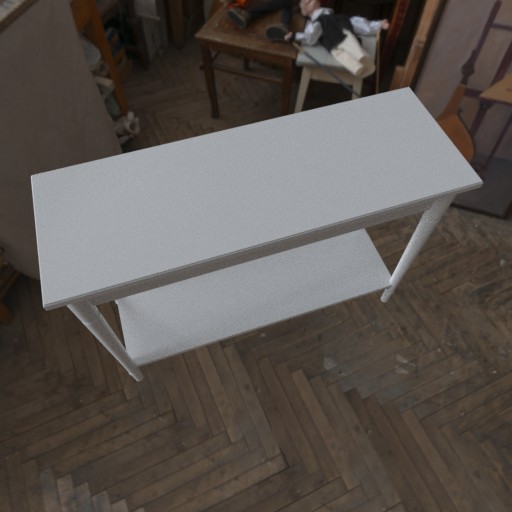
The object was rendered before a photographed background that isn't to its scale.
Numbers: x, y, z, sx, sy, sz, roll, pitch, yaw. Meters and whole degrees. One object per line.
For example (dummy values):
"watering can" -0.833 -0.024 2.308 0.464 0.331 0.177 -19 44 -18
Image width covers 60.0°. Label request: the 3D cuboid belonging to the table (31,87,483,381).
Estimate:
"table" 0.000 0.000 1.426 1.067 0.749 0.381 -16 60 -9
